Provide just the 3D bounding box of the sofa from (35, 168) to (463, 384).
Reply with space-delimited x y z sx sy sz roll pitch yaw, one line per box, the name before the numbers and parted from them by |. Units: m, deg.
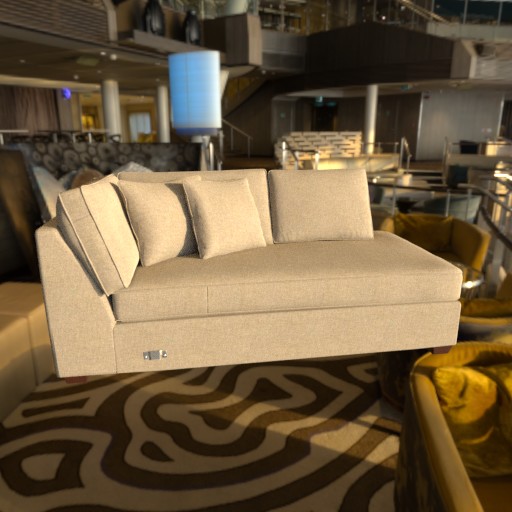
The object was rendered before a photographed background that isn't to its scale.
sofa | 0.000 0.000 2.764 2.238 1.019 1.110 -3 16 -9
